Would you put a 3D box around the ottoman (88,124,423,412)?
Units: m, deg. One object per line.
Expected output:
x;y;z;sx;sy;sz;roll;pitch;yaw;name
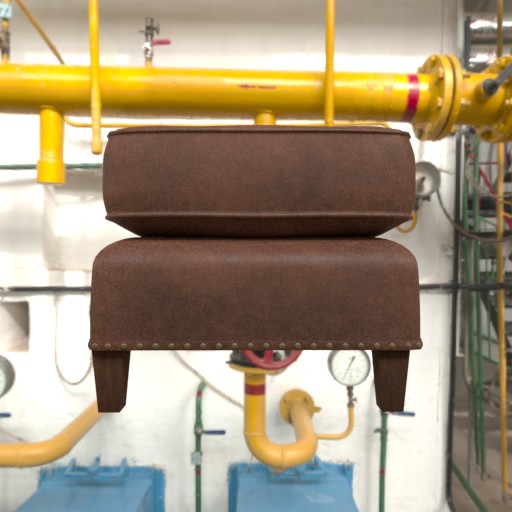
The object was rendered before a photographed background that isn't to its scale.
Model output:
0.000;0.000;1.112;0.589;0.537;0.738;0;1;0;ottoman
